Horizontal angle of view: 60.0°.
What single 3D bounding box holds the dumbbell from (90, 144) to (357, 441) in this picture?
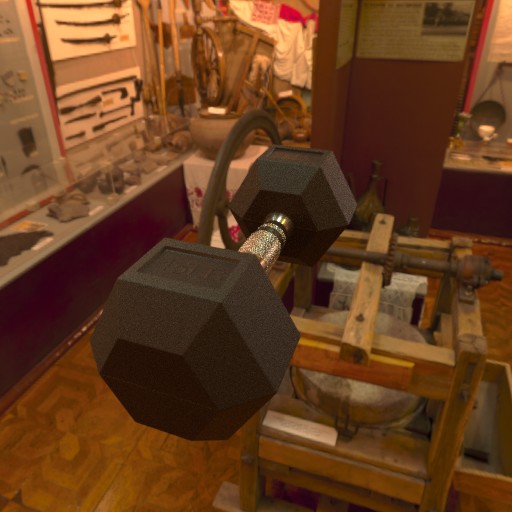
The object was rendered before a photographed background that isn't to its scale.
[{"bbox_3d":[0.000,0.000,0.420,0.141,0.123,0.356,11,32,17],"label":"dumbbell"}]
